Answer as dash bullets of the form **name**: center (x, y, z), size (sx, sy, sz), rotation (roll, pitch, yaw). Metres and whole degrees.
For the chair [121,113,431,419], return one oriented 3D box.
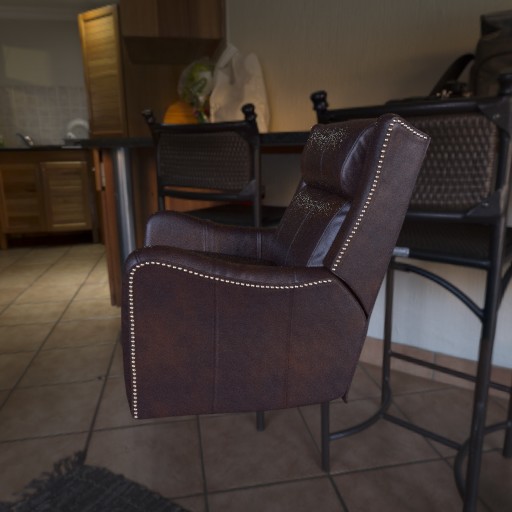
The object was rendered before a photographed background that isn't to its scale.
- **chair**: center (0.000, 0.000, 1.832), size (1.008, 1.084, 0.869), rotation (-2, 14, -8)
